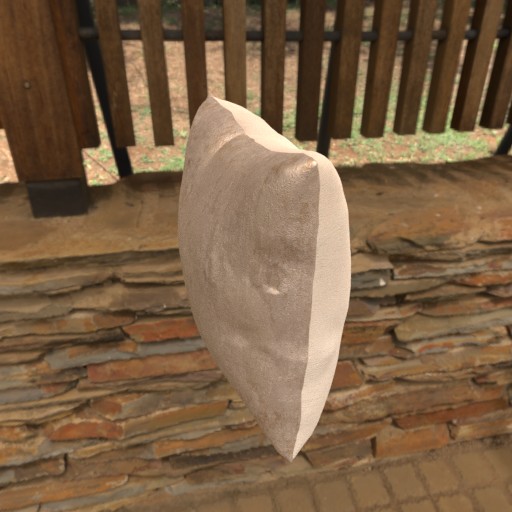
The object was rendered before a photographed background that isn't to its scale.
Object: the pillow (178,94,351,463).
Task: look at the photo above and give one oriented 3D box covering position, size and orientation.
[{"bbox_3d":[0.000,0.000,0.725,0.245,0.448,0.450,-8,30,-14],"label":"pillow"}]
